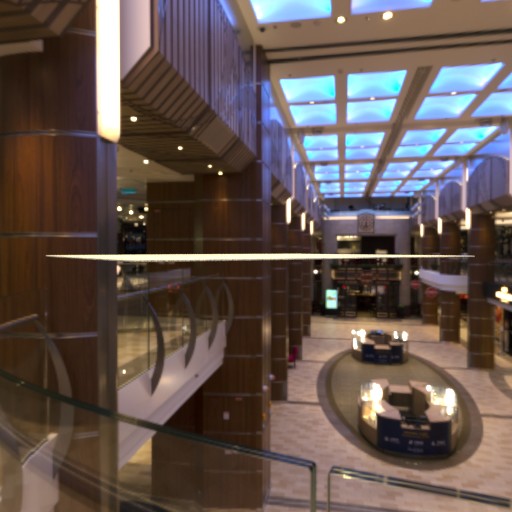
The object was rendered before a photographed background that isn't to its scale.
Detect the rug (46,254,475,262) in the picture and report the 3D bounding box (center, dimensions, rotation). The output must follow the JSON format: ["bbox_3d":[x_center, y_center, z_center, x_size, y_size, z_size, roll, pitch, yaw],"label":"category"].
[{"bbox_3d":[0.000,0.000,4.152,3.201,0.014,2.437,-1,1,-35],"label":"rug"}]
